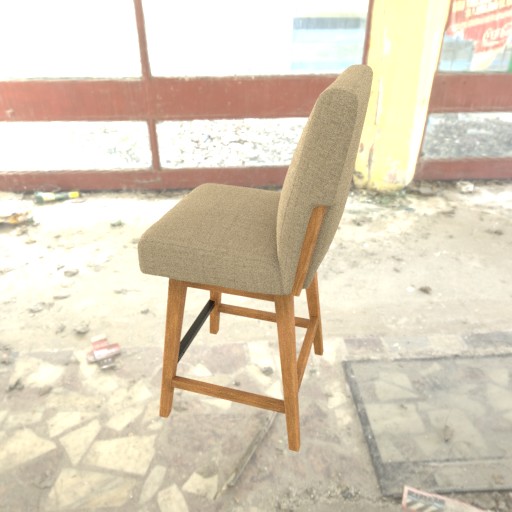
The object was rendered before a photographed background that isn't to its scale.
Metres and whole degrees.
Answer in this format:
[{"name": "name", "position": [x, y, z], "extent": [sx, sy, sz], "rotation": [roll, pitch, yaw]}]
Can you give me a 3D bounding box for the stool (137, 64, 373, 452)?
[{"name": "stool", "position": [0.000, 0.000, 1.290], "extent": [0.526, 1.010, 0.459], "rotation": [8, 31, 15]}]
